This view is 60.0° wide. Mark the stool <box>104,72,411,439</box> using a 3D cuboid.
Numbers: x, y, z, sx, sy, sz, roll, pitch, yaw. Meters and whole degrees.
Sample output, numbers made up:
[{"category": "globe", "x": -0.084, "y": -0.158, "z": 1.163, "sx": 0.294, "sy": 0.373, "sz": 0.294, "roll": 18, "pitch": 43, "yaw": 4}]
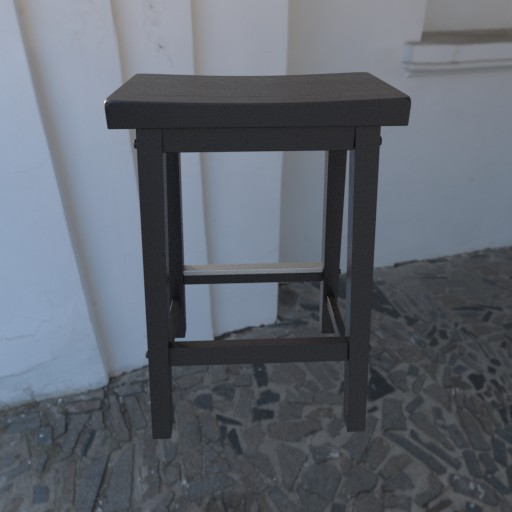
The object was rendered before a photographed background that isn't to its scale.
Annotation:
[{"category": "stool", "x": 0.000, "y": 0.000, "z": 0.830, "sx": 0.406, "sy": 0.610, "sz": 0.322, "roll": -1, "pitch": 31, "yaw": -2}]
